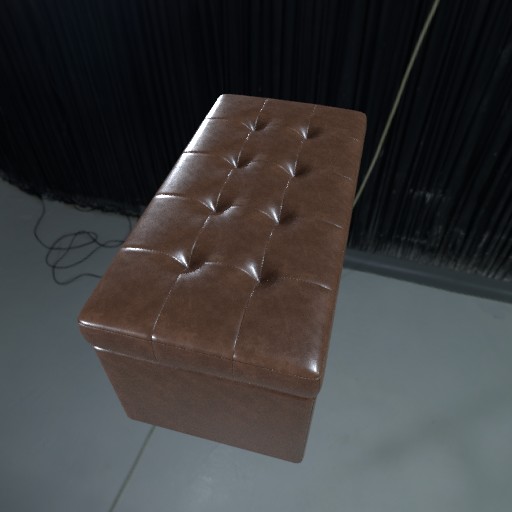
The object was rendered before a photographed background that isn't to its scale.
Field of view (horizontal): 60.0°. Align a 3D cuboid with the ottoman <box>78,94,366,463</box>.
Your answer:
[{"bbox_3d":[0.000,0.000,1.140,0.432,0.470,0.838,11,48,10],"label":"ottoman"}]
